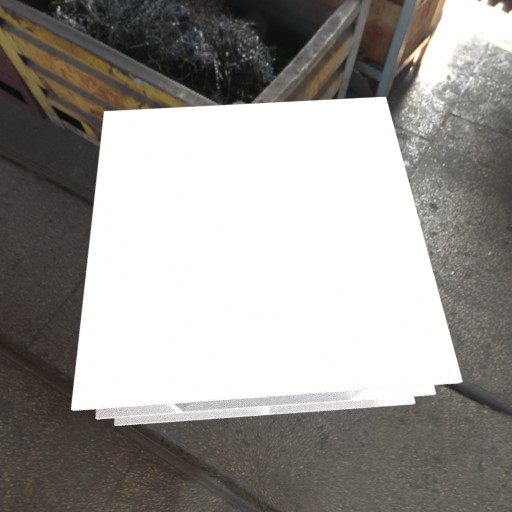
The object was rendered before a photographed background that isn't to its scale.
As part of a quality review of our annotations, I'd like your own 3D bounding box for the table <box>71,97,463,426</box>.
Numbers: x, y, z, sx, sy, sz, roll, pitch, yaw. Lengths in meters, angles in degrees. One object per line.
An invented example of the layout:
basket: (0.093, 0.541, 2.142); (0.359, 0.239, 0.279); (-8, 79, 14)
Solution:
table: (0.000, 0.000, 1.074); (0.700, 0.289, 0.700); (-4, 64, -2)
